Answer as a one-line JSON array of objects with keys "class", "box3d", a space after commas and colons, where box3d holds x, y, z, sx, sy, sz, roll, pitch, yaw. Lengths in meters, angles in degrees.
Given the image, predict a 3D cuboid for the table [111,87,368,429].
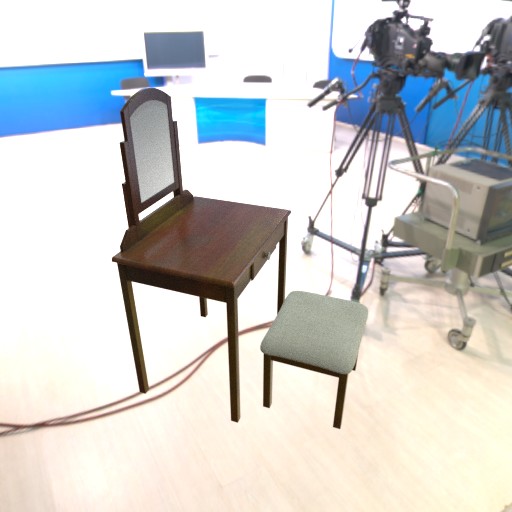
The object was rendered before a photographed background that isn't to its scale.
[{"class": "table", "box3d": [0.000, 0.000, 2.363, 1.211, 1.631, 0.876, 10, 31, 18]}]
